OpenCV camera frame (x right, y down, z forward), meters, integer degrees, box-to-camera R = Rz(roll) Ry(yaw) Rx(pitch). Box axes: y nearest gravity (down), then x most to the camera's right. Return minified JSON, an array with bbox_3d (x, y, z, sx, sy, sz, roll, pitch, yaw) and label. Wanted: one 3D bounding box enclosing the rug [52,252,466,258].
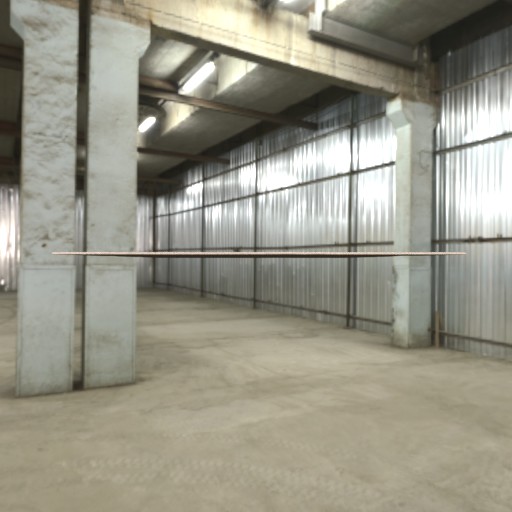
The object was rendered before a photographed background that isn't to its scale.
[{"bbox_3d":[0.000,0.000,4.279,2.449,0.019,3.357,0,-1,-1],"label":"rug"}]
